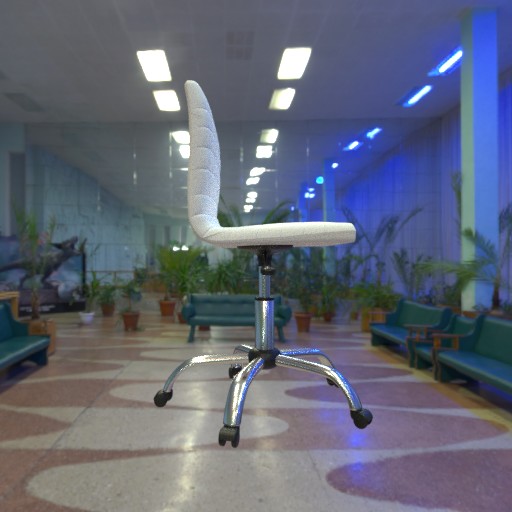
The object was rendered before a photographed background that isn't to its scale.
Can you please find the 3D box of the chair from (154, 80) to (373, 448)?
[{"bbox_3d":[0.000,0.000,1.164,0.530,0.780,0.556,0,0,-1],"label":"chair"}]
